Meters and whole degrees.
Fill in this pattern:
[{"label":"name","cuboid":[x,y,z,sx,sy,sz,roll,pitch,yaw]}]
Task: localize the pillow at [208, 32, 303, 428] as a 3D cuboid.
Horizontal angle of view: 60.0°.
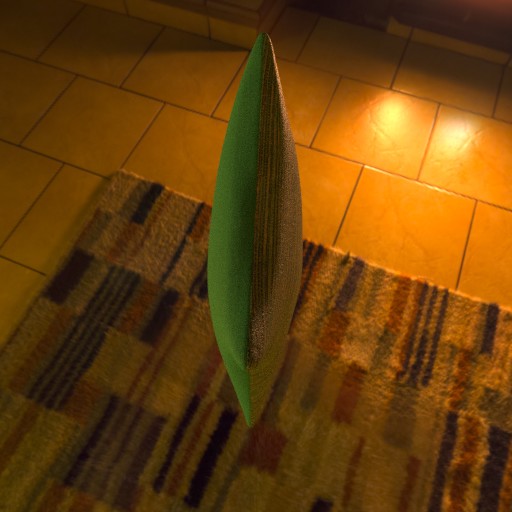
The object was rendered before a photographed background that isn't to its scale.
[{"label":"pillow","cuboid":[0.000,0.000,0.770,0.150,0.497,0.514,2,63,1]}]
